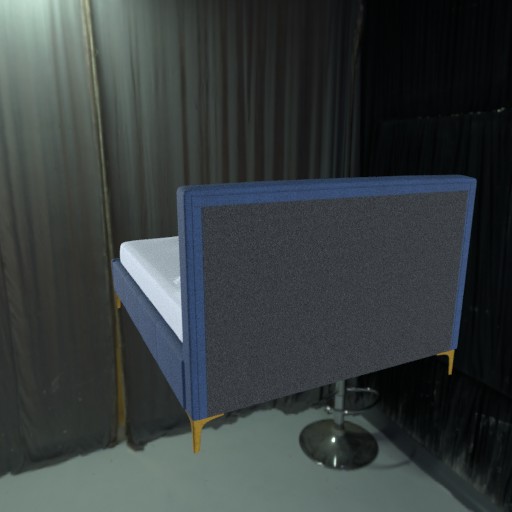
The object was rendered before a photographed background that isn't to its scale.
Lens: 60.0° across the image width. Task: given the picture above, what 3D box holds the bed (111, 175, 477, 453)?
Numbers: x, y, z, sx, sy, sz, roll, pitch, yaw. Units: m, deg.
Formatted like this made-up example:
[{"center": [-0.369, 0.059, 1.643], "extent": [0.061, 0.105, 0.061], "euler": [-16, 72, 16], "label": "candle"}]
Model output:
[{"center": [0.000, 0.000, 3.196], "extent": [1.723, 1.231, 2.172], "euler": [-7, 15, -25], "label": "bed"}]
